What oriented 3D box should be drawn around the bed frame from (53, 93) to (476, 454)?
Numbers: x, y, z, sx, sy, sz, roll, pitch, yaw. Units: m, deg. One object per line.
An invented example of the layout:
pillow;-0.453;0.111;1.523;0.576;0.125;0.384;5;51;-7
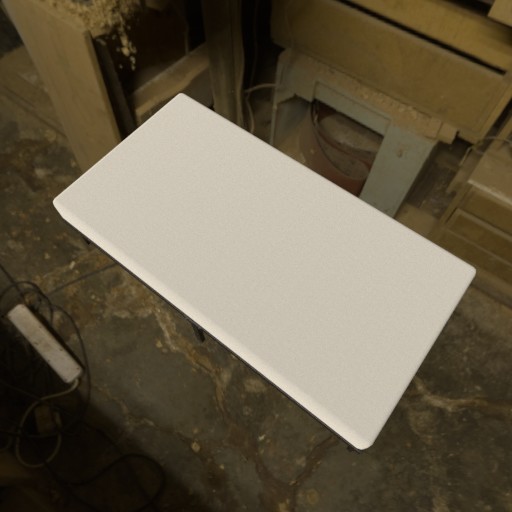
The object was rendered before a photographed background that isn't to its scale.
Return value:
bed frame;0.000;0.000;3.288;2.635;0.680;1.393;35;68;16
